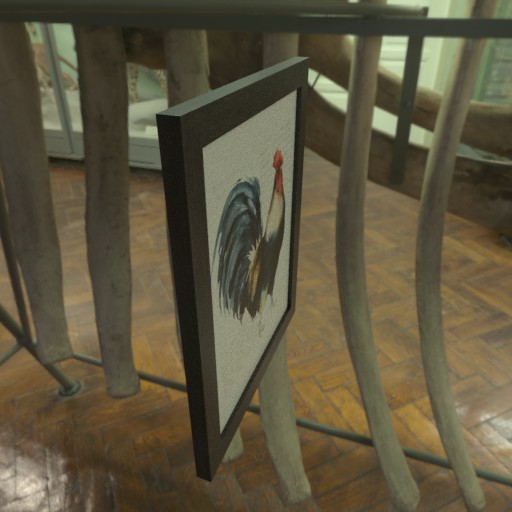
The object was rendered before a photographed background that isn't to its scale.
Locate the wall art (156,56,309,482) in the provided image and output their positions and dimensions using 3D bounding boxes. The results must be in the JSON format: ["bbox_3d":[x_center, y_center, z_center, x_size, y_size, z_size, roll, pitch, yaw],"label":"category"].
[{"bbox_3d":[0.000,0.000,0.766,0.027,0.580,0.479,11,32,18],"label":"wall art"}]
